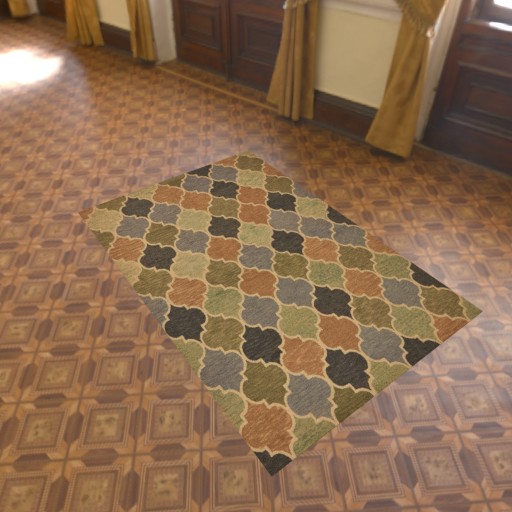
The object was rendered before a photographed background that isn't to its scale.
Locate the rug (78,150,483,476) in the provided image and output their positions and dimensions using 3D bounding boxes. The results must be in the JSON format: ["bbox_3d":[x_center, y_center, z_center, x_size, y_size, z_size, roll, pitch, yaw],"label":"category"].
[{"bbox_3d":[0.000,0.000,2.868,1.521,0.006,2.284,-26,49,-26],"label":"rug"}]
